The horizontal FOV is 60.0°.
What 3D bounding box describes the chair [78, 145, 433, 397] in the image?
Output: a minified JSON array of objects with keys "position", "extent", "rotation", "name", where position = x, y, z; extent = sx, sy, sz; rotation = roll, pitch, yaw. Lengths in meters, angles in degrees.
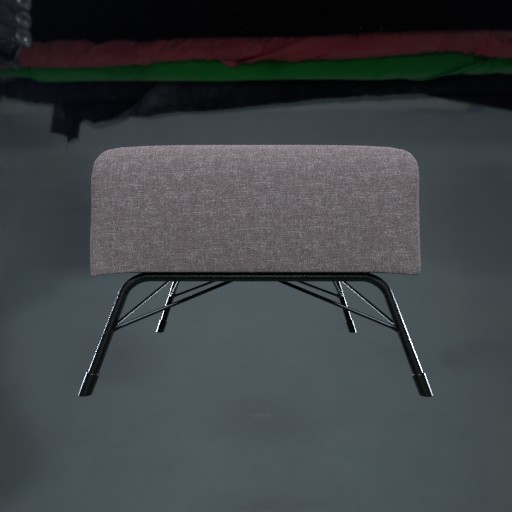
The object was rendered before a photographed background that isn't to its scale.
[{"position":[0.000,0.000,0.917],"extent":[0.530,0.410,0.530],"rotation":[0,1,0],"name":"chair"}]
